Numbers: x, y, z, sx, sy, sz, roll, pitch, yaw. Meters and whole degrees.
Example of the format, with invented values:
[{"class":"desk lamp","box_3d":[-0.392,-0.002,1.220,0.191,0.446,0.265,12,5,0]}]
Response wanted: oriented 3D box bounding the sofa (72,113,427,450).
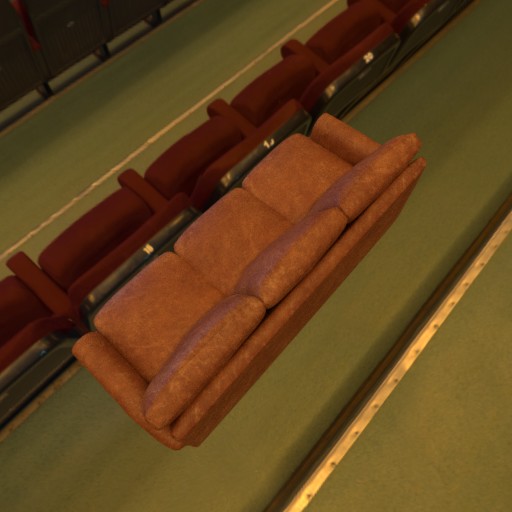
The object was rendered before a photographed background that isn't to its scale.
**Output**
[{"class":"sofa","box_3d":[0.000,0.000,2.836,0.973,0.977,2.351,39,70,17]}]
